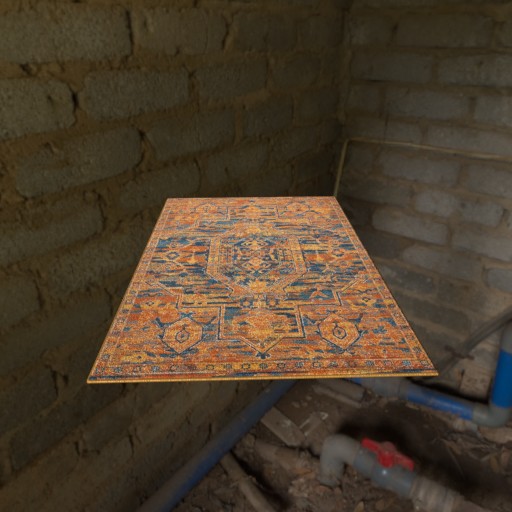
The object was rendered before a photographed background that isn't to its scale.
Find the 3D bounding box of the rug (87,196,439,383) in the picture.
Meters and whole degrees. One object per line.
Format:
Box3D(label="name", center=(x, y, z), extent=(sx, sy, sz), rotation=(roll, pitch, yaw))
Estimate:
Box3D(label="rug", center=(0.000, 0.000, 1.083), extent=(0.557, 0.008, 0.863), rotation=(-1, 27, -2))
